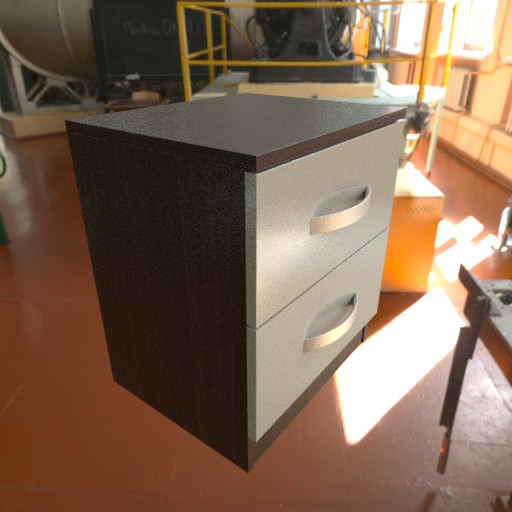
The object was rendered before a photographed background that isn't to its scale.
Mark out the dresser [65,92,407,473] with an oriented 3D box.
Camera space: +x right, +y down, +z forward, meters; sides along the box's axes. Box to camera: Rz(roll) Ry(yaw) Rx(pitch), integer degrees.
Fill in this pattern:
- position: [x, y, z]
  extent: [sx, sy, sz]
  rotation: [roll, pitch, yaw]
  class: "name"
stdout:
- position: [0.000, 0.000, 0.762]
  extent: [0.360, 0.470, 0.400]
  rotation: [19, 32, 33]
  class: "dresser"
